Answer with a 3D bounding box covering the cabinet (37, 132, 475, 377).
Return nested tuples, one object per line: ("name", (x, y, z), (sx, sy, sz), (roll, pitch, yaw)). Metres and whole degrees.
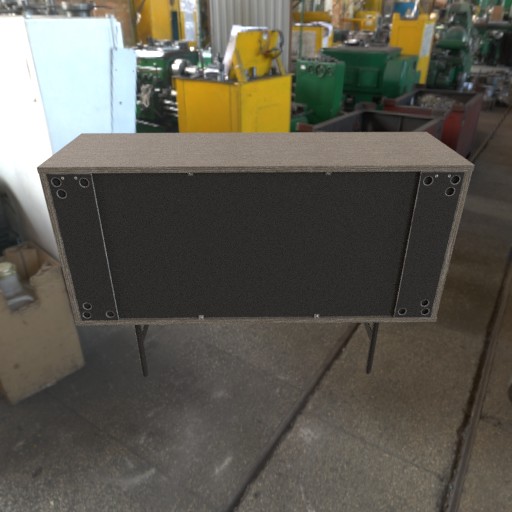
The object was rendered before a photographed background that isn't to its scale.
("cabinet", (0.000, 0.000, 1.575), (1.194, 0.787, 0.405), (0, 29, -1))
